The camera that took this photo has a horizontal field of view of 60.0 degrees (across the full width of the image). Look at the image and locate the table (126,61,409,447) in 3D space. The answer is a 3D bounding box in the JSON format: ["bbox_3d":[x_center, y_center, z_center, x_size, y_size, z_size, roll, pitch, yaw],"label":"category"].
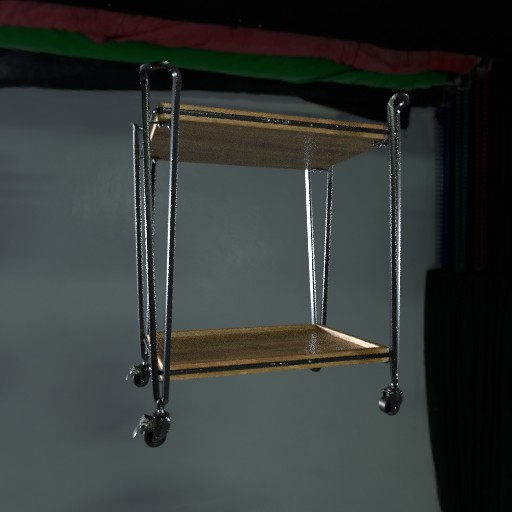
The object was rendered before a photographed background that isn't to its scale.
[{"bbox_3d":[0.000,0.000,1.214,0.672,0.785,0.505,0,0,-18],"label":"table"}]
